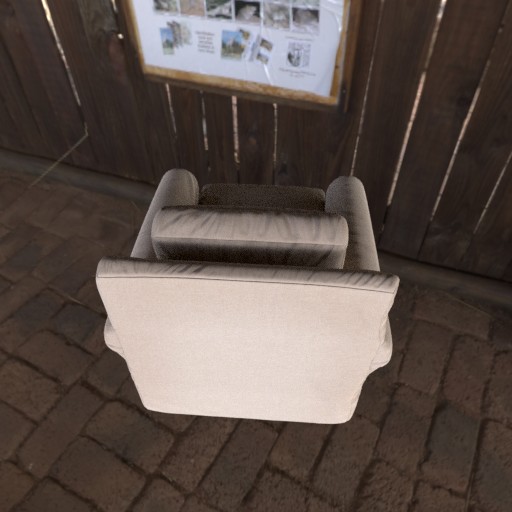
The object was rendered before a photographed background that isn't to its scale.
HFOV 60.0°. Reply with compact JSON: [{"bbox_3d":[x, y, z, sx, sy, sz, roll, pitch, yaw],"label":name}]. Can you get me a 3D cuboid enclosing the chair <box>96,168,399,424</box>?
[{"bbox_3d":[0.000,0.000,1.807,0.940,0.866,1.066,3,45,3],"label":"chair"}]
